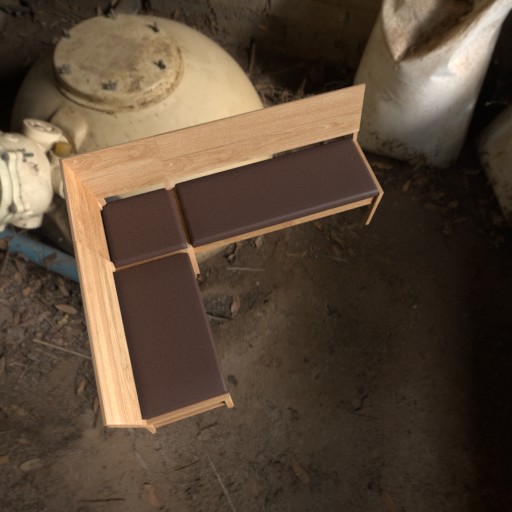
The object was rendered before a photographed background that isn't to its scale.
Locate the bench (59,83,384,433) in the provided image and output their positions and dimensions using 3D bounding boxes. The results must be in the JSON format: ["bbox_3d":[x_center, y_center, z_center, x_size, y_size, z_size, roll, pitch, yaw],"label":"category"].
[{"bbox_3d":[0.000,0.000,2.824,1.975,0.890,1.549,-17,66,-8],"label":"bench"}]
